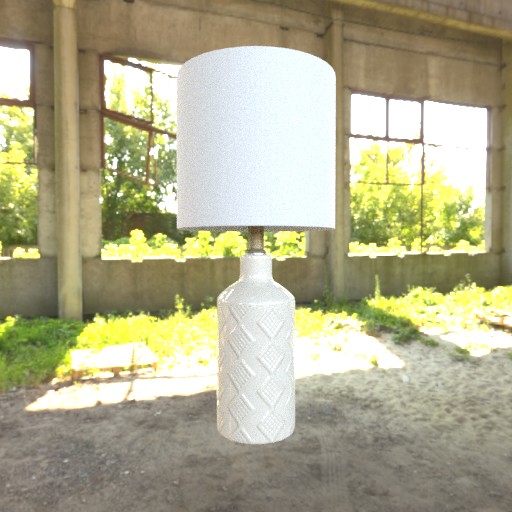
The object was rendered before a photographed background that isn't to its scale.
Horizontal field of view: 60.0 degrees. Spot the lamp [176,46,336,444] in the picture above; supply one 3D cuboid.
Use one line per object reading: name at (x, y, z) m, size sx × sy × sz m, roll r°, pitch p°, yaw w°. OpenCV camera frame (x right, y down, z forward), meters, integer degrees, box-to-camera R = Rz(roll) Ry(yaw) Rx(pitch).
lamp at (0.000, 0.000, 0.589) m, size 0.207 × 0.461 × 0.207 m, roll 1°, pitch 2°, yaw 36°
